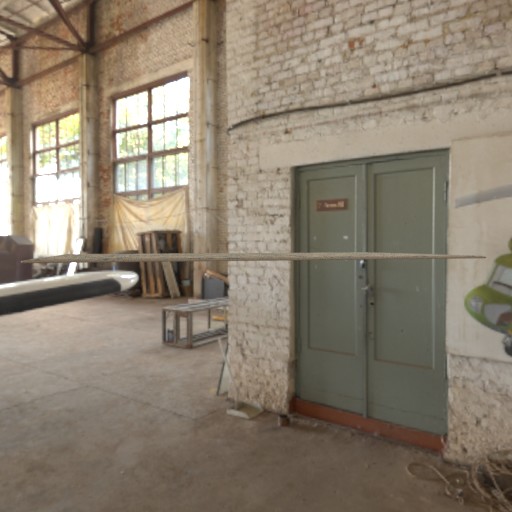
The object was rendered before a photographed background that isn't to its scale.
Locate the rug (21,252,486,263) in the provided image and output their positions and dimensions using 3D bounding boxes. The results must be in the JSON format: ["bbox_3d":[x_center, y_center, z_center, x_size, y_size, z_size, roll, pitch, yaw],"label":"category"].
[{"bbox_3d":[0.000,0.000,1.403,1.220,0.007,0.605,0,2,-16],"label":"rug"}]
